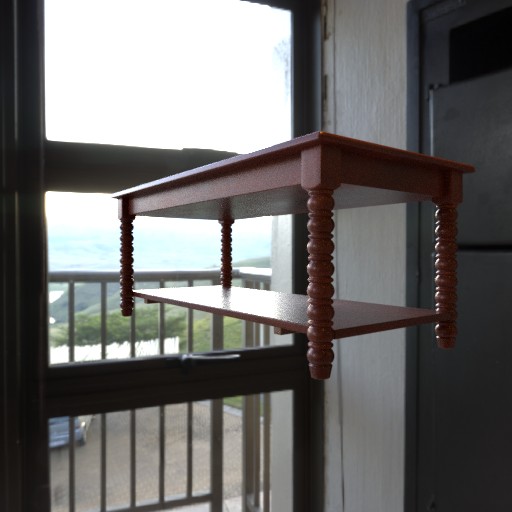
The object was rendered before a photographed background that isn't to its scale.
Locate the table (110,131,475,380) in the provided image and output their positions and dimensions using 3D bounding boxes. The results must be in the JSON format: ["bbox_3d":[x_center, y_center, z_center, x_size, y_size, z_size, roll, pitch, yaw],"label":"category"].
[{"bbox_3d":[0.000,0.000,1.466,0.580,0.485,1.171,0,1,-37],"label":"table"}]
